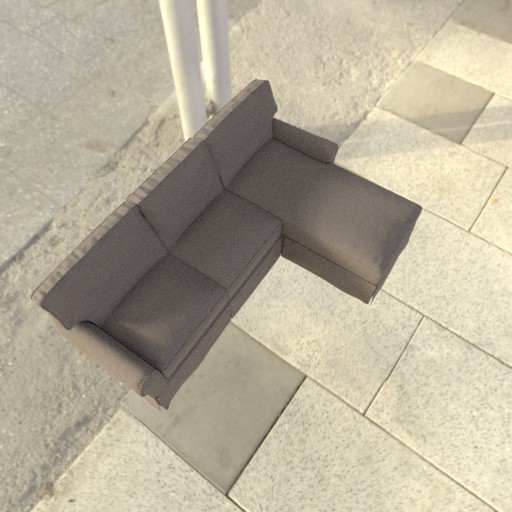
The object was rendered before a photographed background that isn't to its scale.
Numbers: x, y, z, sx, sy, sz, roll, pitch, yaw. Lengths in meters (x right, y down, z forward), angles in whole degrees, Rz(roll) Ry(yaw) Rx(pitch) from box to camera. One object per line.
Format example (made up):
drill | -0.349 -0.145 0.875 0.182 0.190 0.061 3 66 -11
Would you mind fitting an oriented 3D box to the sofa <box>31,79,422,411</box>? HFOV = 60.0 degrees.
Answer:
sofa | 0.000 0.000 3.250 1.733 0.978 2.475 30 64 17
